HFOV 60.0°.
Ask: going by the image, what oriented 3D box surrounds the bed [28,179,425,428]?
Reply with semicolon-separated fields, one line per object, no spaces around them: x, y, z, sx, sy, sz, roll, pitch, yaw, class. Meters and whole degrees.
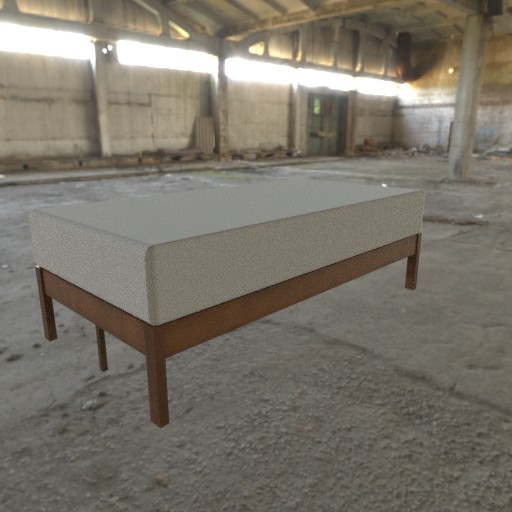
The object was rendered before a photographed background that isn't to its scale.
0.000;0.000;2.359;0.961;0.616;1.902;15;21;42;bed
